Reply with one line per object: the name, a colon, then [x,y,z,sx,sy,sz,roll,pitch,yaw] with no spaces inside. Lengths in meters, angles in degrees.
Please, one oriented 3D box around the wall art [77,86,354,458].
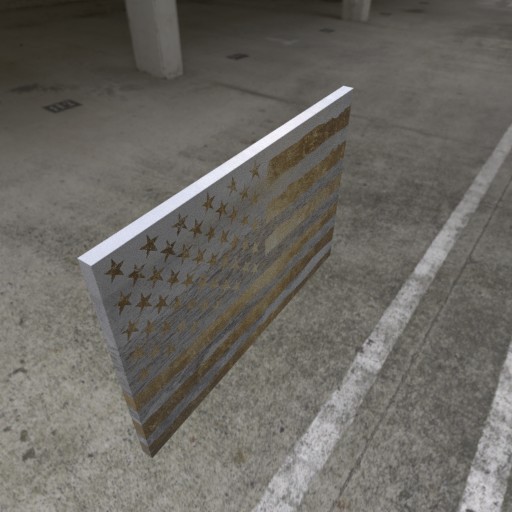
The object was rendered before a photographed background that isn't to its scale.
wall art: [0.000,0.000,1.442,0.041,0.762,1.145,24,46,26]
